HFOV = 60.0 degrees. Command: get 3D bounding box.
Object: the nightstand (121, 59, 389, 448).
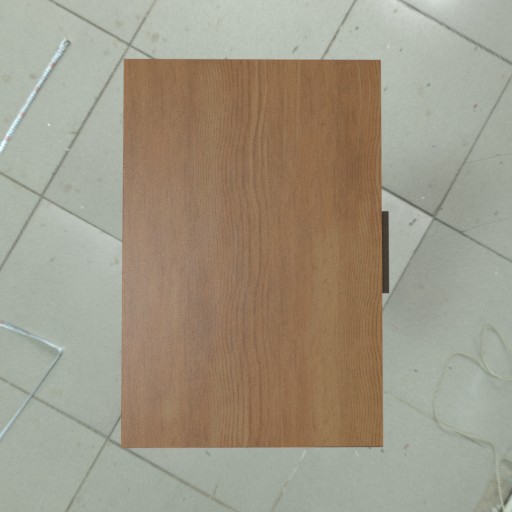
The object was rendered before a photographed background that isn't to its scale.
[{"bbox_3d":[0.000,0.000,1.005,0.427,0.615,0.613,0,89,0],"label":"nightstand"}]
